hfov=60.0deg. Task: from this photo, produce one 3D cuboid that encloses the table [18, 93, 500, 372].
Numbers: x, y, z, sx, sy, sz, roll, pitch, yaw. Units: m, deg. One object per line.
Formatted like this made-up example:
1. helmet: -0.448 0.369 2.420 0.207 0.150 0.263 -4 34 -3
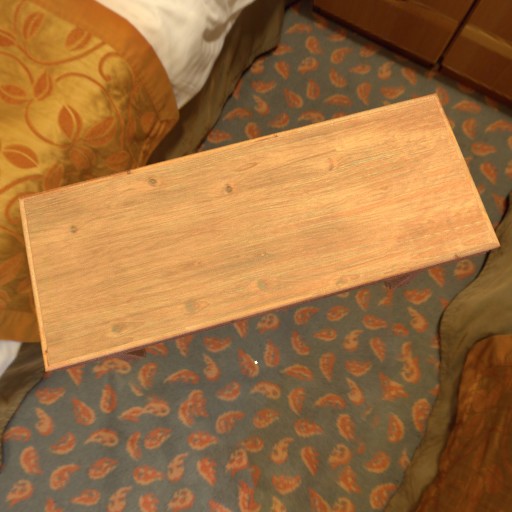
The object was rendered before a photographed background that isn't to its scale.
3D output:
1. table: 0.000 0.000 1.725 1.330 0.873 0.522 -15 77 -4
